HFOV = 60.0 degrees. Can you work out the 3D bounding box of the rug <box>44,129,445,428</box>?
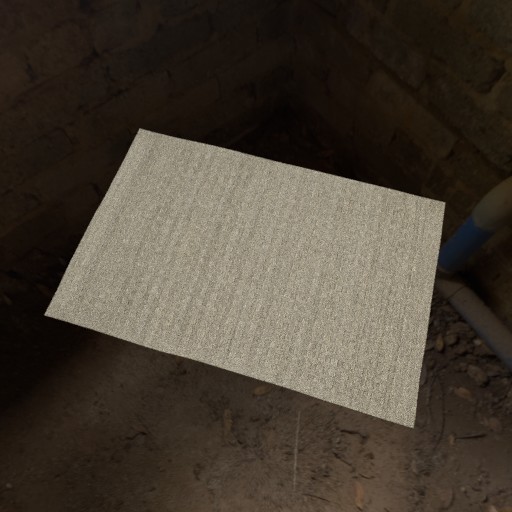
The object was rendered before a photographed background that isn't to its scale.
[{"bbox_3d":[0.000,0.000,2.915,2.297,0.018,1.532,15,66,7],"label":"rug"}]
